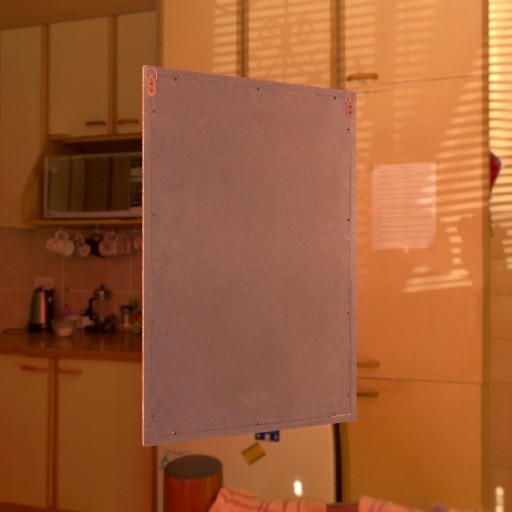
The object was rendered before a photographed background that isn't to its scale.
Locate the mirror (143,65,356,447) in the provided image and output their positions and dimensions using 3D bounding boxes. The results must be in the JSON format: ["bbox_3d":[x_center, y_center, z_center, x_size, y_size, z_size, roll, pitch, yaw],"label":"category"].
[{"bbox_3d":[0.000,0.000,0.999,0.495,0.787,0.058,0,0,-17],"label":"mirror"}]
